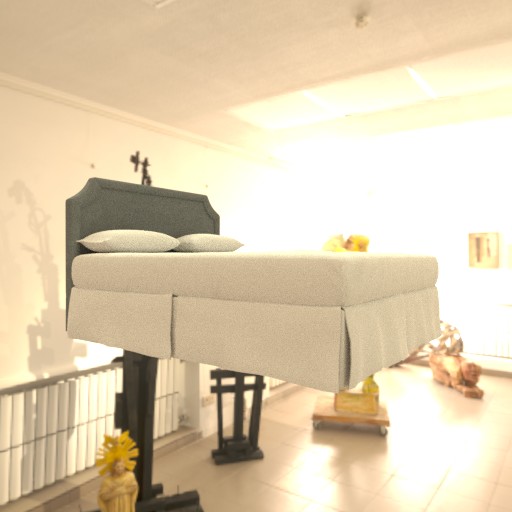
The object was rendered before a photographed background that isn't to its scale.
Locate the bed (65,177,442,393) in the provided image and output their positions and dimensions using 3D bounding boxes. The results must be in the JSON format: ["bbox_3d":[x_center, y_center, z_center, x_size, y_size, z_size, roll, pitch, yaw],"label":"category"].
[{"bbox_3d":[0.000,0.000,3.557,2.464,1.306,1.977,0,0,35],"label":"bed"}]
